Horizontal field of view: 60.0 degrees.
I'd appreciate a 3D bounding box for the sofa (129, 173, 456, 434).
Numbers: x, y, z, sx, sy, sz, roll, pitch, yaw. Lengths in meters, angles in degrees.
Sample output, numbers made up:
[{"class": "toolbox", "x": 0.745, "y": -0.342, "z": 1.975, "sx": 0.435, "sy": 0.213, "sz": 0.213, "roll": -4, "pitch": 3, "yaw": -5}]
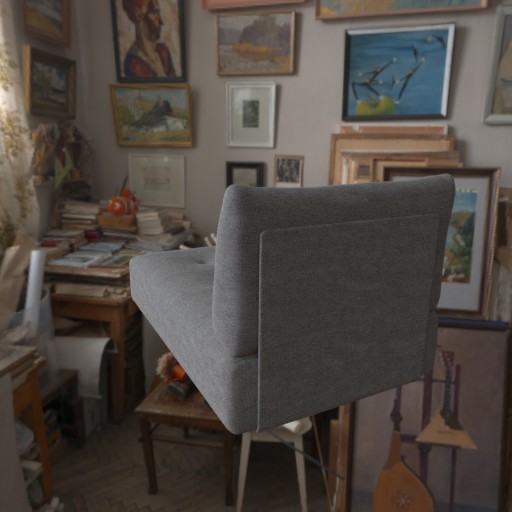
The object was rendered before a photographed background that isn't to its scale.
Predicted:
[{"class": "sofa", "x": 0.000, "y": 0.000, "z": 2.098, "sx": 0.930, "sy": 0.820, "sz": 1.450, "roll": -7, "pitch": 16, "yaw": -26}]
